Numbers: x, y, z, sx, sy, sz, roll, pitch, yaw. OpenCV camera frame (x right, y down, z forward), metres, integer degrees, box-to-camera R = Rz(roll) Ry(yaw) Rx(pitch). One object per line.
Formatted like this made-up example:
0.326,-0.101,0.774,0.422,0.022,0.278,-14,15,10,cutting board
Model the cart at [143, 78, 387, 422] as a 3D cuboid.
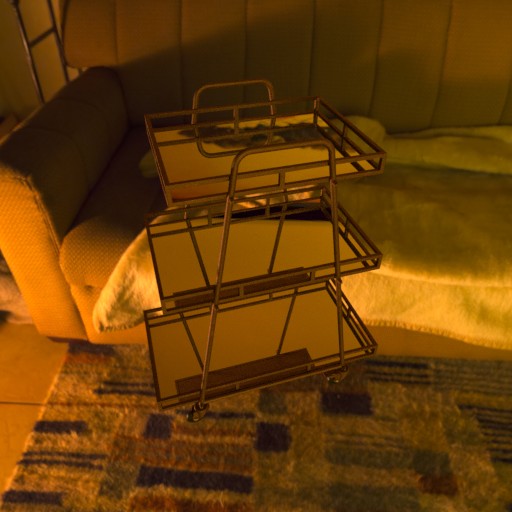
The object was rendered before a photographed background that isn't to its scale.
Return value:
0.000,0.000,1.299,0.711,0.883,0.441,-11,40,-13,cart
